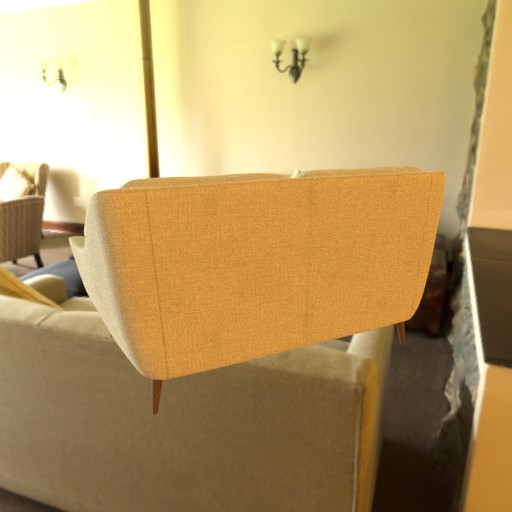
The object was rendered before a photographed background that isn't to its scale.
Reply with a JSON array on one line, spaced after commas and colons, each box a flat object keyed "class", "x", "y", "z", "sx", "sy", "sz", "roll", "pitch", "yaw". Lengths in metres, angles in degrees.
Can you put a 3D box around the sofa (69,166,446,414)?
[{"class": "sofa", "x": 0.000, "y": 0.000, "z": 2.209, "sx": 1.652, "sy": 0.888, "sz": 0.965, "roll": -8, "pitch": 18, "yaw": -25}]
